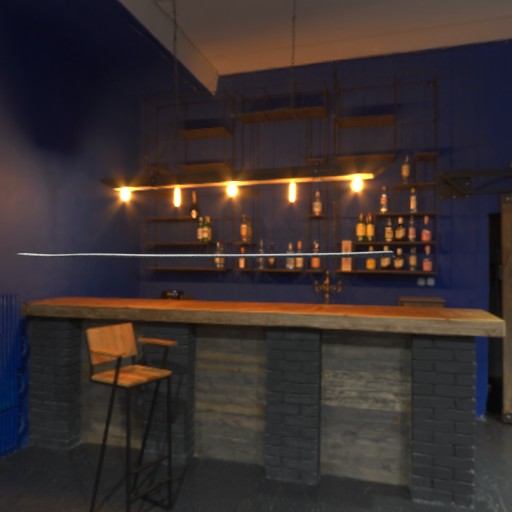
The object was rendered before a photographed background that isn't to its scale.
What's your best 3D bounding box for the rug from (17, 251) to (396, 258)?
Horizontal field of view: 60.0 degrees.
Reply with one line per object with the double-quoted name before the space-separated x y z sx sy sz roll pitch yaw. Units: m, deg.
"rug" 0.000 0.000 3.915 2.343 0.026 2.925 0 0 18
